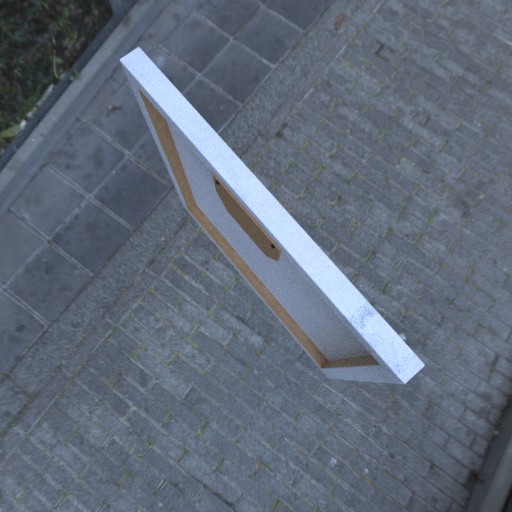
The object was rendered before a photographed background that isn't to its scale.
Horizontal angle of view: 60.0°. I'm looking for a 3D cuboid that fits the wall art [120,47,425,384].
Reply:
[{"bbox_3d":[0.000,0.000,0.896,0.044,0.605,0.605,-39,79,-9],"label":"wall art"}]
